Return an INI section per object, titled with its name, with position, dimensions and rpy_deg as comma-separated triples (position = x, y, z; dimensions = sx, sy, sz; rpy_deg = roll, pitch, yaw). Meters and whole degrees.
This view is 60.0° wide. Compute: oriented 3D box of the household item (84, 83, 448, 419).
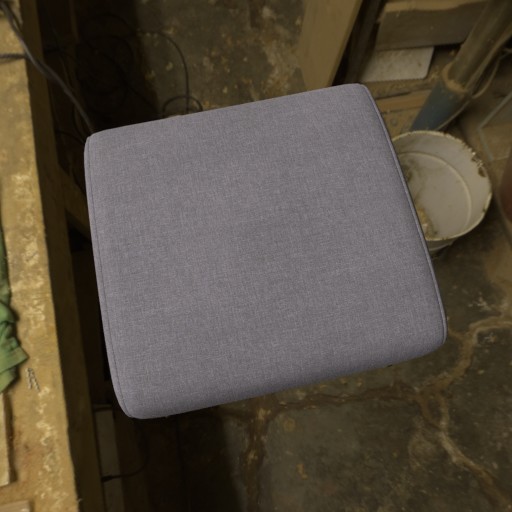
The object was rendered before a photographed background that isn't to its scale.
[household item]
position = 0.000, 0.000, 0.867
dimensions = 0.530, 0.410, 0.530
rpy_deg = -12, 75, -3
